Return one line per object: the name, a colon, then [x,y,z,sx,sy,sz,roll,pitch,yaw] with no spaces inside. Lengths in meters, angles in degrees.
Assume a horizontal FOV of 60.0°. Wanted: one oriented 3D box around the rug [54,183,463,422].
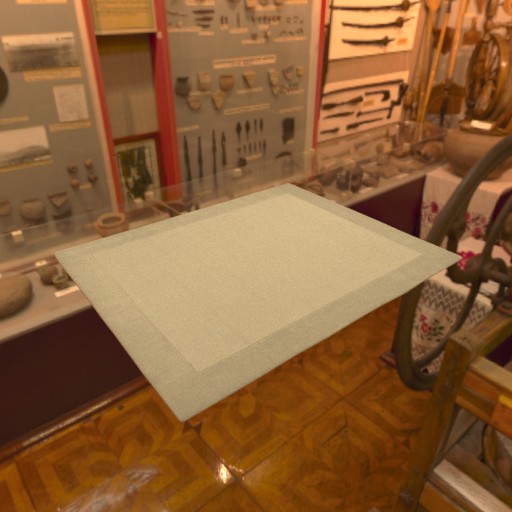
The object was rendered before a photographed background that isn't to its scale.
rug: [0.000,0.000,4.118,2.976,0.018,2.430,-21,36,-32]
